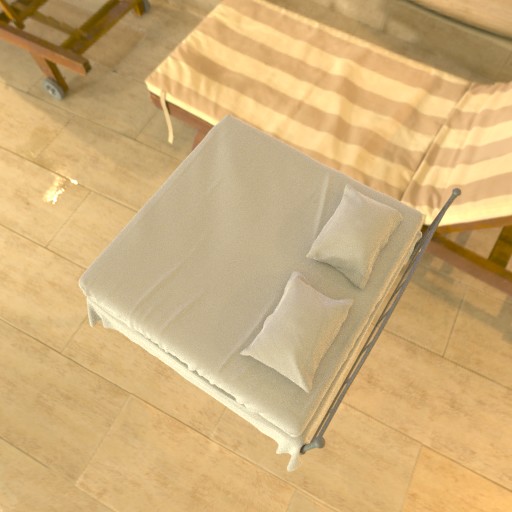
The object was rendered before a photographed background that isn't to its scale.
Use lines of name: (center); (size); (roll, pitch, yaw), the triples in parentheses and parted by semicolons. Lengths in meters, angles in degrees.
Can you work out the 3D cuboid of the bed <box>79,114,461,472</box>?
bed: (0.000, 0.000, 3.516); (2.220, 1.080, 2.309); (31, 68, 14)
